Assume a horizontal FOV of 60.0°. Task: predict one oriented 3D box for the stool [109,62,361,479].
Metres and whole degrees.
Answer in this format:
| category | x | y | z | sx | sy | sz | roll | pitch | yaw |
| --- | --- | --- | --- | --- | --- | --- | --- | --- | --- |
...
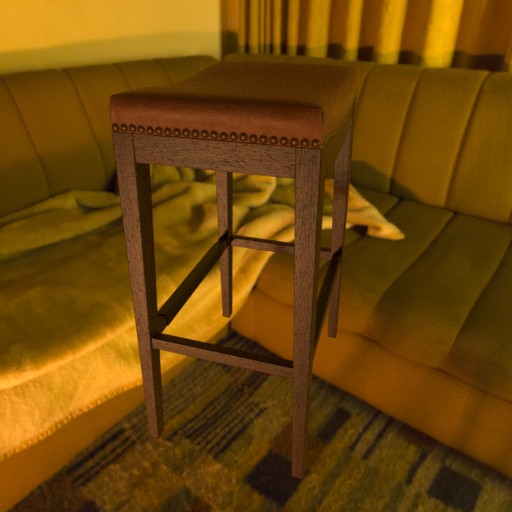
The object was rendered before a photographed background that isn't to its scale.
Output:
| category | x | y | z | sx | sy | sz | roll | pitch | yaw |
| --- | --- | --- | --- | --- | --- | --- | --- | --- | --- |
| stool | 0.000 | 0.000 | 0.999 | 0.361 | 0.759 | 0.500 | 9 | 31 | 15 |
